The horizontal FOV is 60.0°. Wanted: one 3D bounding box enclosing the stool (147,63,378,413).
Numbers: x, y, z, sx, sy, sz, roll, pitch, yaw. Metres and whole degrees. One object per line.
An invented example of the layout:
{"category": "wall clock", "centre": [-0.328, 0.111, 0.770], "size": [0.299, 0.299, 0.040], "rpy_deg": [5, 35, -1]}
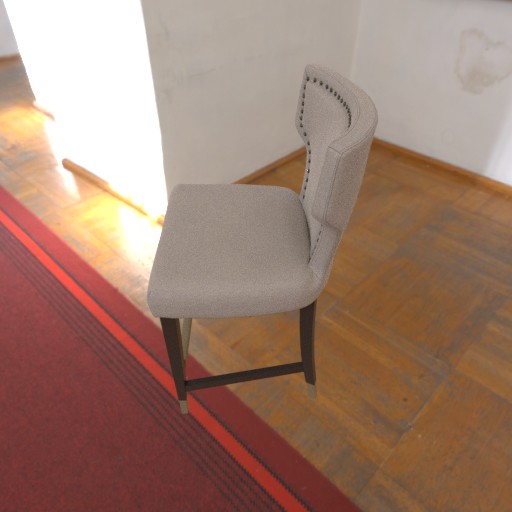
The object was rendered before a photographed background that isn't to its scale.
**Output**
{"category": "stool", "centre": [0.000, 0.000, 1.360], "size": [0.563, 0.982, 0.527], "rpy_deg": [0, 41, 0]}
